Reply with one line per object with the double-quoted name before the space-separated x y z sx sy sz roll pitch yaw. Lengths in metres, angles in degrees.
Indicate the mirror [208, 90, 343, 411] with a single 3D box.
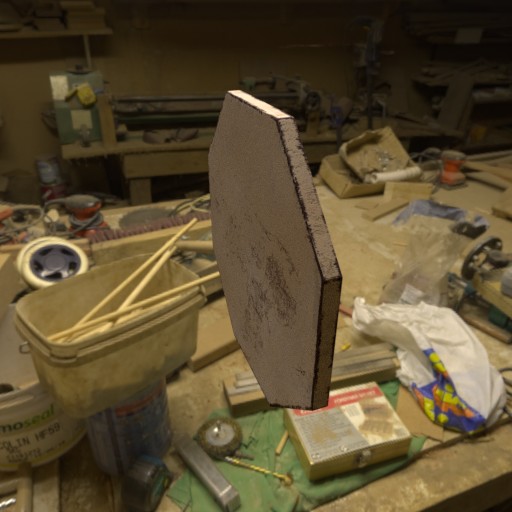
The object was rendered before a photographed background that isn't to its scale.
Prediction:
"mirror" 0.000 0.000 0.971 0.031 0.648 0.648 -10 31 -18
